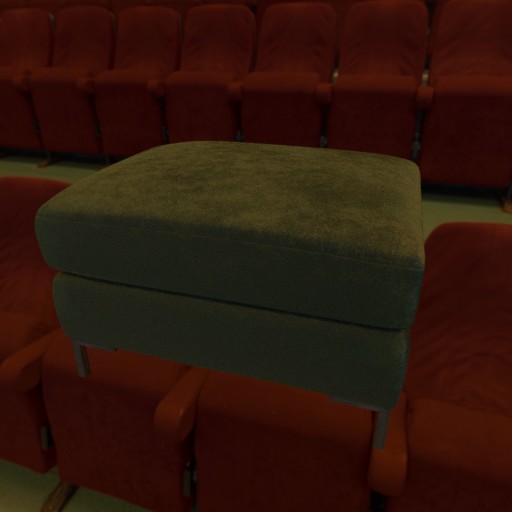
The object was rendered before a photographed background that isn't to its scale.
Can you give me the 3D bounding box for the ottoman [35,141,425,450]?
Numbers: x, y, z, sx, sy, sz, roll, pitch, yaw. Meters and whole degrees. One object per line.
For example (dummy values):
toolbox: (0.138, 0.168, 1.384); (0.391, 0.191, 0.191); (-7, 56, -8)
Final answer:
ottoman: (0.000, 0.000, 1.251); (0.839, 0.538, 0.701); (8, 28, 16)
